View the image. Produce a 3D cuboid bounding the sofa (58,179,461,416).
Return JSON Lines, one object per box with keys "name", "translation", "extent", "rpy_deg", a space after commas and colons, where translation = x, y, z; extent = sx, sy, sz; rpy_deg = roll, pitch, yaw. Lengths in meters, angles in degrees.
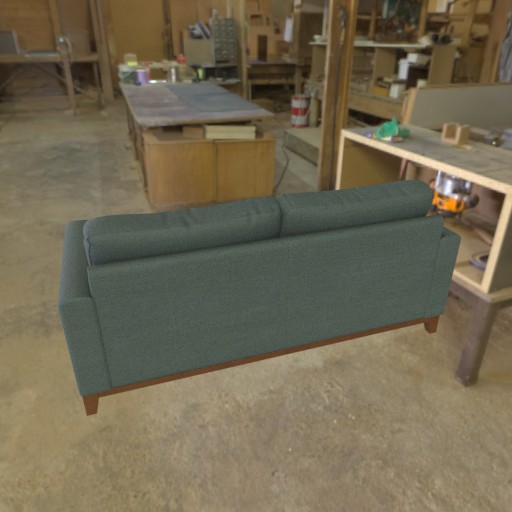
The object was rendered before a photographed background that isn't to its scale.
{"name": "sofa", "translation": [0.000, 0.000, 2.397], "extent": [1.900, 0.865, 0.877], "rpy_deg": [-9, 29, -17]}
